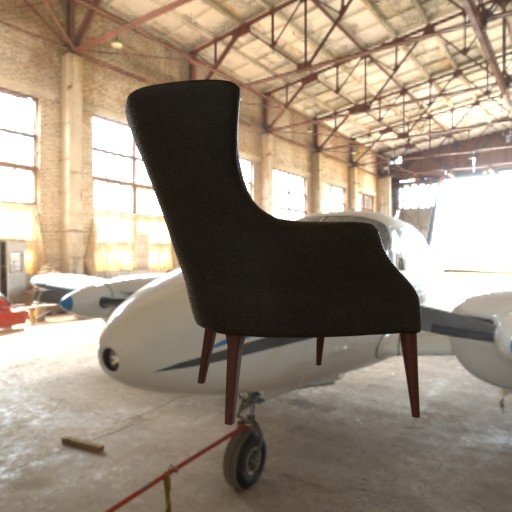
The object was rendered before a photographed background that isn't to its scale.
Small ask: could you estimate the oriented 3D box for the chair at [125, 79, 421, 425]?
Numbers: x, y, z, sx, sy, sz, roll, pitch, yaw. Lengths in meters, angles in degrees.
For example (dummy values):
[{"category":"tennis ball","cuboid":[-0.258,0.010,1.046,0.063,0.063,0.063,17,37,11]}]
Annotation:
[{"category":"chair","cuboid":[0.000,0.000,1.688,0.954,1.068,0.819,0,0,-18]}]
